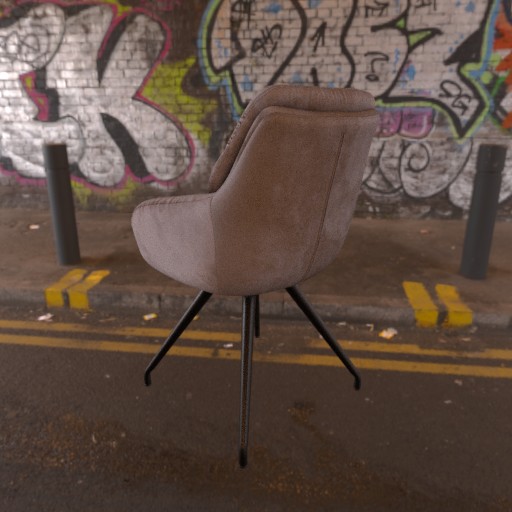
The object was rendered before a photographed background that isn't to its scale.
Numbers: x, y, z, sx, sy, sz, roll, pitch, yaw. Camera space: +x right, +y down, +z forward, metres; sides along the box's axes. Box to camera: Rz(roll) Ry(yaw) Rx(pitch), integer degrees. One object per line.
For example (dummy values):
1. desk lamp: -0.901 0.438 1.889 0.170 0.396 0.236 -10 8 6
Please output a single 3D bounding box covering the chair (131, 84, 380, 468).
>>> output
1. chair: 0.000 0.000 1.267 0.579 0.888 0.569 -16 23 -40
